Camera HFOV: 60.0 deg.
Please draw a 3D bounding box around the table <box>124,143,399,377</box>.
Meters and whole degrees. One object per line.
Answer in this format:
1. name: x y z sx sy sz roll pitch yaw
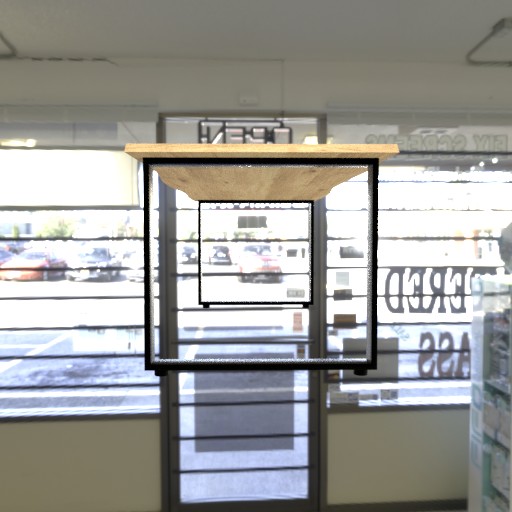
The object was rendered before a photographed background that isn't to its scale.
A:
1. table: 0.000 0.000 2.325 0.900 0.780 1.800 0 2 -1
